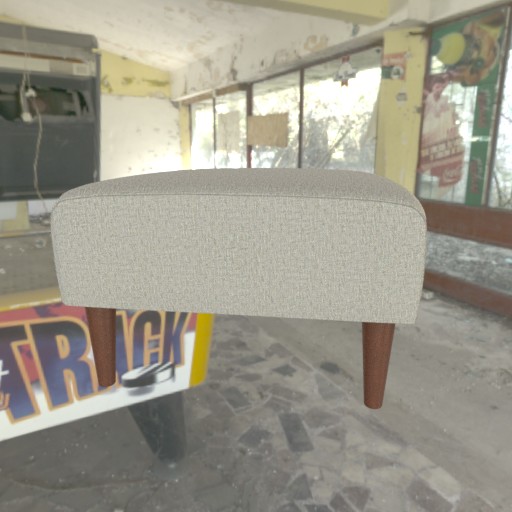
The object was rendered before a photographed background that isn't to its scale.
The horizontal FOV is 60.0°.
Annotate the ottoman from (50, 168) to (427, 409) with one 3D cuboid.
[{"bbox_3d":[0.000,0.000,1.049,0.648,0.399,0.655,2,14,8],"label":"ottoman"}]
